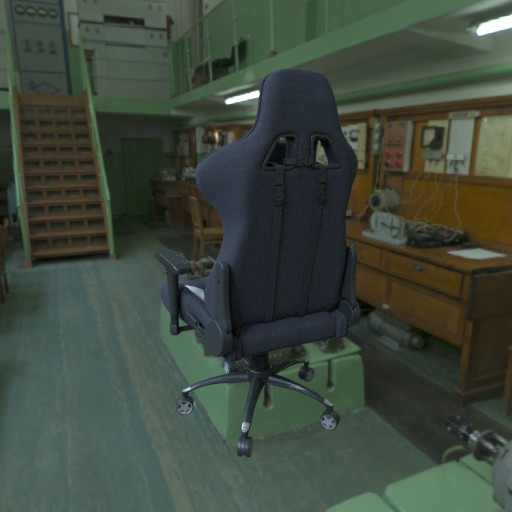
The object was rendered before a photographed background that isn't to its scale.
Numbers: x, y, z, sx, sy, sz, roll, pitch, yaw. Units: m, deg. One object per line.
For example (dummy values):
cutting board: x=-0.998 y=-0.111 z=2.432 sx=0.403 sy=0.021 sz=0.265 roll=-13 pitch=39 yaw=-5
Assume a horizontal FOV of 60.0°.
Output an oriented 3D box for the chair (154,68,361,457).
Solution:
chair: x=0.000 y=0.000 z=1.758 sx=0.730 sy=1.300 sz=0.695 roll=-7 pitch=15 yaw=-25
